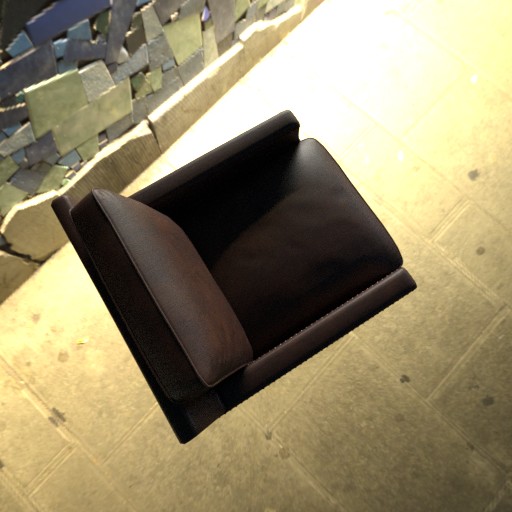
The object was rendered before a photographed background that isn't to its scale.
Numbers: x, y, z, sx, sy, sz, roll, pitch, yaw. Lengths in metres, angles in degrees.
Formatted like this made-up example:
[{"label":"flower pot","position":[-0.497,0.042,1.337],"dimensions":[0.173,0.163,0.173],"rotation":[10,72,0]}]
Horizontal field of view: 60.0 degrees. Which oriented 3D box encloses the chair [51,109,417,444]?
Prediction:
[{"label":"chair","position":[0.000,0.000,1.696],"dimensions":[1.014,0.929,0.853],"rotation":[-31,78,-8]}]
